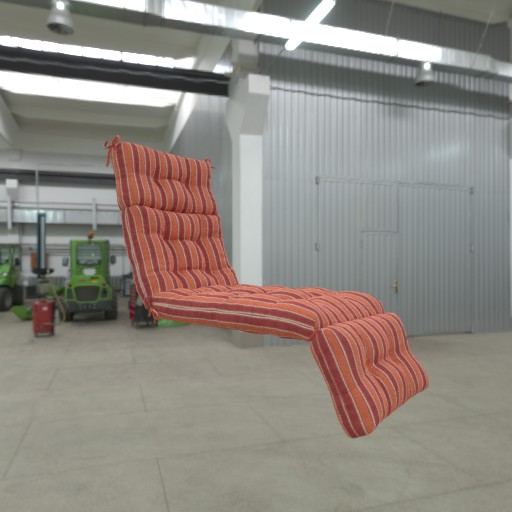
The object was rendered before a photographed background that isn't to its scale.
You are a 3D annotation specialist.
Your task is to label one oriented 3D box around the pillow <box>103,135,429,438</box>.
[{"bbox_3d":[0.000,0.000,1.499,1.016,0.863,0.526,0,-1,37],"label":"pillow"}]
